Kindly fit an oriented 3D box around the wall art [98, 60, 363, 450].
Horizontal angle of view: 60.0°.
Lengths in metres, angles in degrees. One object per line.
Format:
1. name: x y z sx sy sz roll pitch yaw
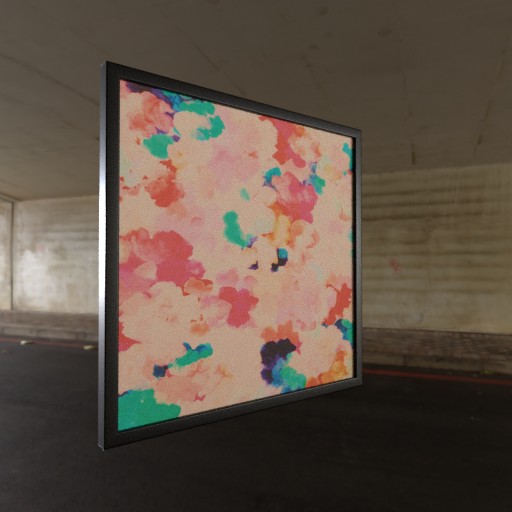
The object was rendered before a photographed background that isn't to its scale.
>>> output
1. wall art: 0.000 0.000 1.099 0.756 0.755 0.036 1 -1 -37
